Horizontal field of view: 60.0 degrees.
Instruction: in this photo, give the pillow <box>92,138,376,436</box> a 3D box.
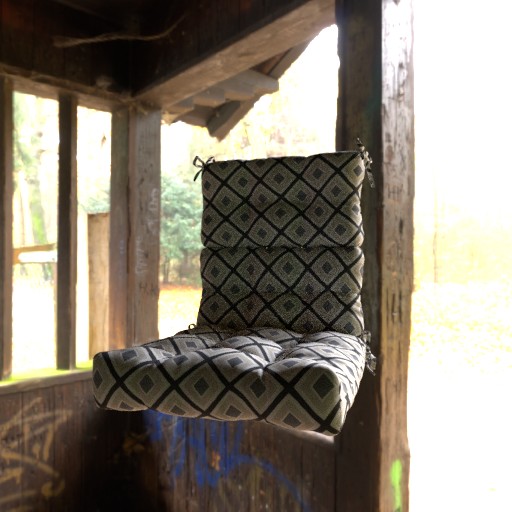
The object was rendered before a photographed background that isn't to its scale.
[{"bbox_3d":[0.000,0.000,1.017,0.519,0.605,0.571,0,0,19],"label":"pillow"}]
